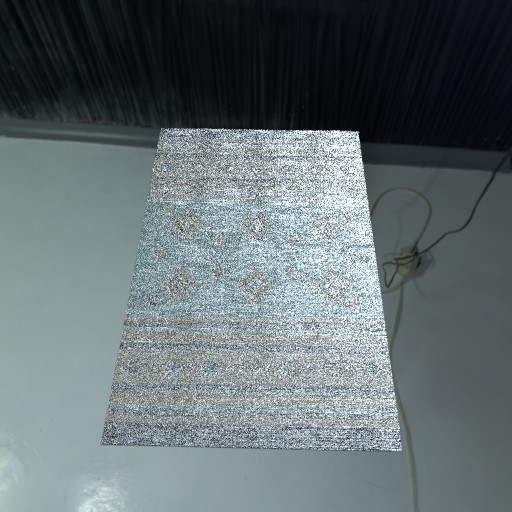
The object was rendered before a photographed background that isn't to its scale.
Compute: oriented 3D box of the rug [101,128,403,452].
[{"bbox_3d":[0.000,0.000,2.252,1.212,0.010,1.811,1,59,1],"label":"rug"}]
